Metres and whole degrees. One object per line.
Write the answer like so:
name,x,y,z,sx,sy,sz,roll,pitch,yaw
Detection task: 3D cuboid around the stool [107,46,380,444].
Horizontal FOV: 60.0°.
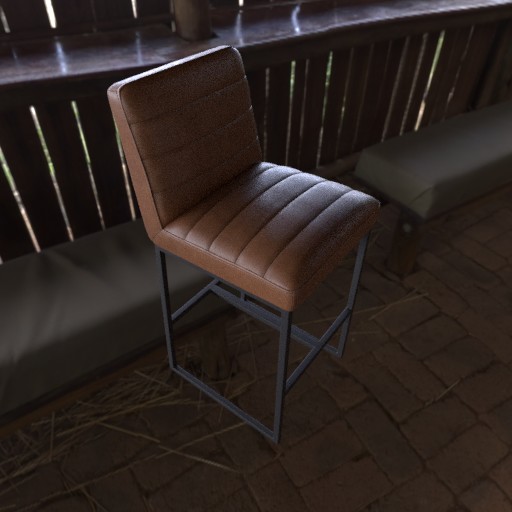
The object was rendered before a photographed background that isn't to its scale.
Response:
stool,0.000,0.000,1.338,0.556,1.040,0.458,26,47,27
